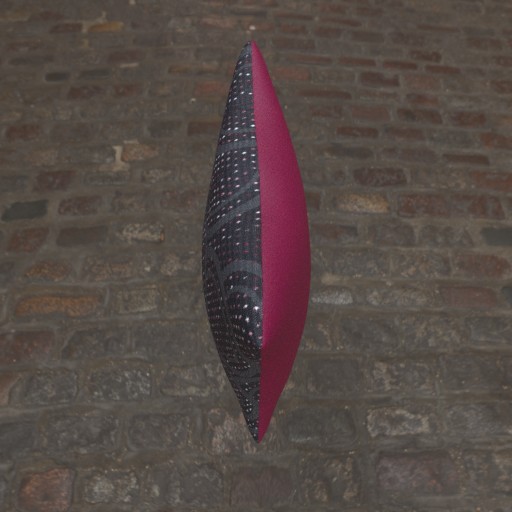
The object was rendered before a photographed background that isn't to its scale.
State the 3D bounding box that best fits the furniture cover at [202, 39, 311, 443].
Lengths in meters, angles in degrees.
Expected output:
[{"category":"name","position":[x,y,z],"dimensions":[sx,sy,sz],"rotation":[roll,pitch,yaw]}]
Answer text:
[{"category":"furniture cover","position":[0.000,0.000,0.808],"dimensions":[0.193,0.509,0.552],"rotation":[-1,57,-1]}]
